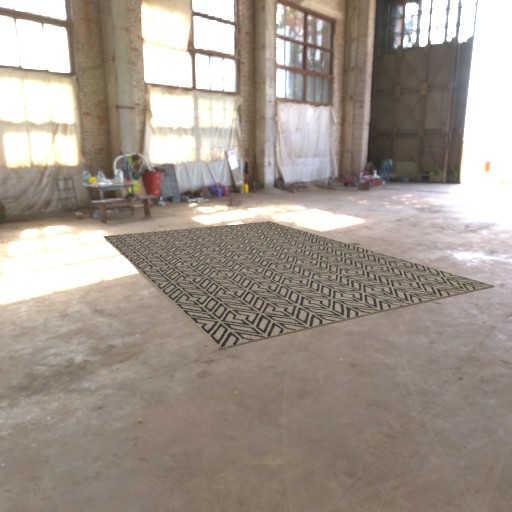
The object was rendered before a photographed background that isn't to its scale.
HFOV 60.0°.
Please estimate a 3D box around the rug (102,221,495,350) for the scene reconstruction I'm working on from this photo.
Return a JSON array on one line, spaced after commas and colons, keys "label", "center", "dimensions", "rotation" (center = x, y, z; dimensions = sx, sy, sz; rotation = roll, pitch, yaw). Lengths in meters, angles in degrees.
[{"label": "rug", "center": [0.000, 0.000, 2.297], "dimensions": [1.220, 0.007, 1.828], "rotation": [-7, 16, -27]}]
